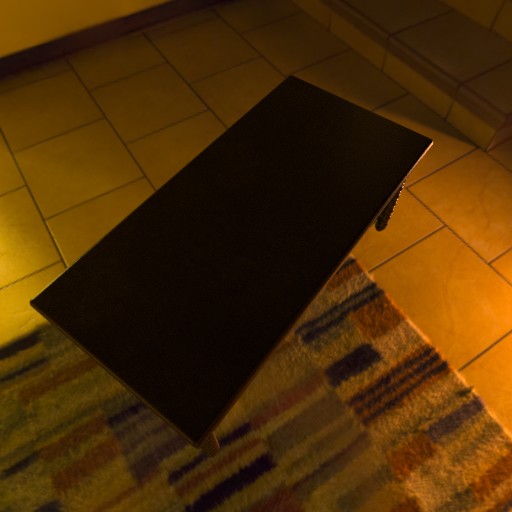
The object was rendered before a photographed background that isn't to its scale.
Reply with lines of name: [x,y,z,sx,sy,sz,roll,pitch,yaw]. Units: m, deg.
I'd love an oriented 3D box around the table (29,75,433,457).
table: [0.000,0.000,1.487,0.580,0.487,1.171,33,63,19]
